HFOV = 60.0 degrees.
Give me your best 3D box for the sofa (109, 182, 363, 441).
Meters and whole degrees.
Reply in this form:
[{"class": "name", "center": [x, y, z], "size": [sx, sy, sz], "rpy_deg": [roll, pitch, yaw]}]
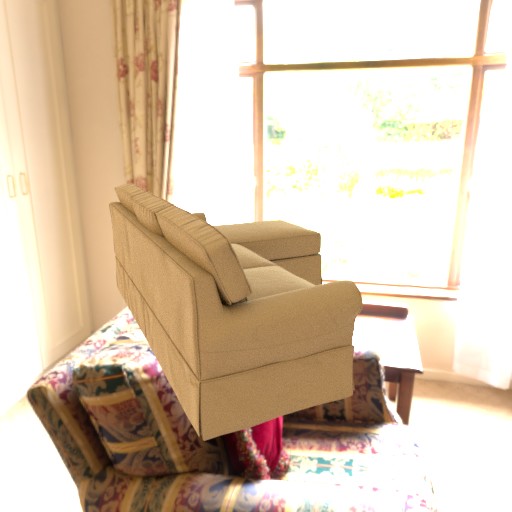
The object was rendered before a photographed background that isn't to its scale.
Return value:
[{"class": "sofa", "center": [0.000, 0.000, 3.310], "size": [1.733, 0.978, 2.475], "rpy_deg": [-7, 17, -25]}]
